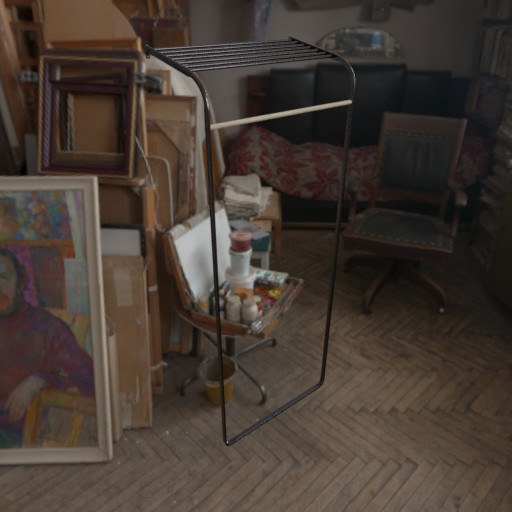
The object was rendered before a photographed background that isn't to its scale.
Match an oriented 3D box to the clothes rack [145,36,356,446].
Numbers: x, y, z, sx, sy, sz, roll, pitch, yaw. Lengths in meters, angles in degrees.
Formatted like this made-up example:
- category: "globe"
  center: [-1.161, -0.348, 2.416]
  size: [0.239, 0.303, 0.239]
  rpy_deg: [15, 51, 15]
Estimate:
- category: "clothes rack"
  center: [0.000, 0.000, 1.816]
  size: [0.609, 1.574, 0.349]
  rpy_deg: [-21, 36, -32]
